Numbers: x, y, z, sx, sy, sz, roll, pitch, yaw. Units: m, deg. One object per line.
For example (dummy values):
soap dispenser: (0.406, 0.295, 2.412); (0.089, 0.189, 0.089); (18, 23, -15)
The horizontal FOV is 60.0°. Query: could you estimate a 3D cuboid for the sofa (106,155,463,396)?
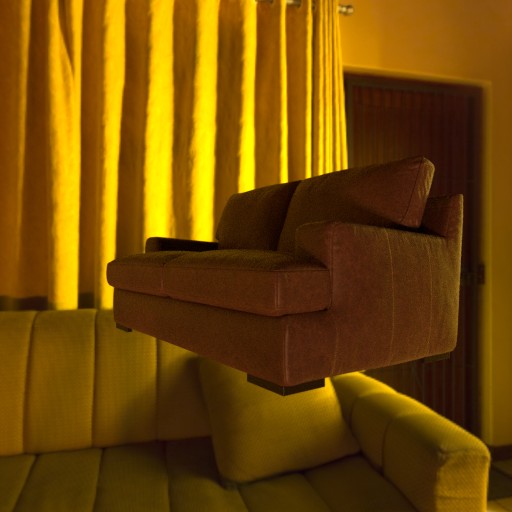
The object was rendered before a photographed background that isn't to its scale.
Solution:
sofa: (0.000, 0.000, 2.485); (1.143, 0.939, 1.880); (0, 0, -35)
